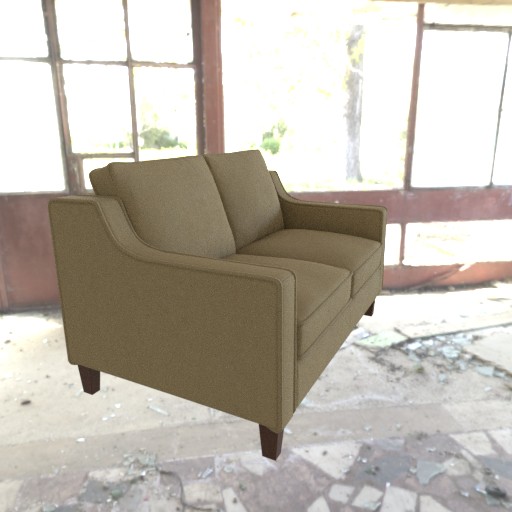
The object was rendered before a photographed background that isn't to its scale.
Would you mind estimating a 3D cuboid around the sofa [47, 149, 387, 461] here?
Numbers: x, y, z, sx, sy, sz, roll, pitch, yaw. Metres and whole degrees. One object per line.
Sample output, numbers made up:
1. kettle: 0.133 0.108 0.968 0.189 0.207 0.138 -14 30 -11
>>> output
1. sofa: 0.000 0.000 2.159 0.987 0.971 1.501 8 17 26
